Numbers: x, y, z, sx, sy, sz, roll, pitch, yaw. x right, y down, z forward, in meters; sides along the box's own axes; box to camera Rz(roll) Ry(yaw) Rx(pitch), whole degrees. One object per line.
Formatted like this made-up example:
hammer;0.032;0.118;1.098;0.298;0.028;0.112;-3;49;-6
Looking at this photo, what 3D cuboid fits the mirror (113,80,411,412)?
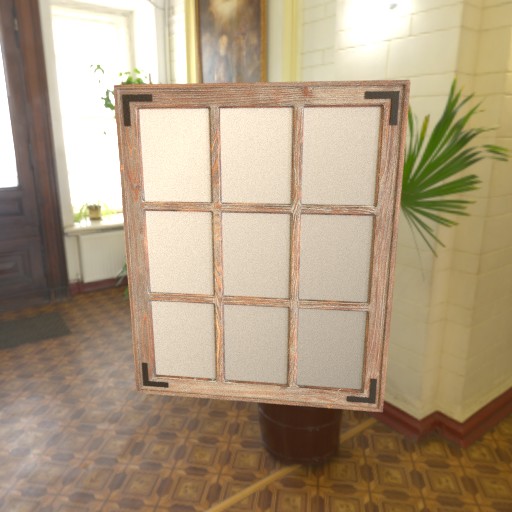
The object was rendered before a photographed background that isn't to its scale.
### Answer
mirror;0.000;0.000;1.206;0.730;0.882;0.032;2;15;8
